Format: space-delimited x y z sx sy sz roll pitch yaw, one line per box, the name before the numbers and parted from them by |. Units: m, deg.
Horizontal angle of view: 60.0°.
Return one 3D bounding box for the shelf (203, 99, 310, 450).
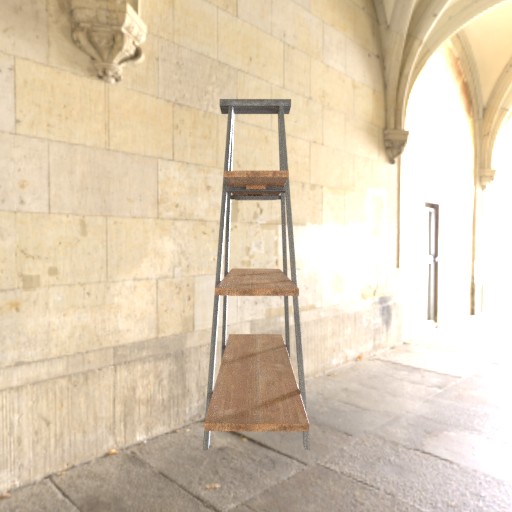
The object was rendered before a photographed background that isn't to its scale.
shelf | 0.000 0.000 2.634 0.508 1.808 1.746 0 2 0
